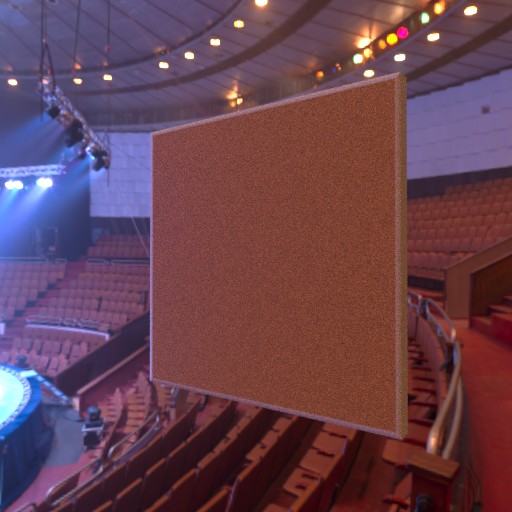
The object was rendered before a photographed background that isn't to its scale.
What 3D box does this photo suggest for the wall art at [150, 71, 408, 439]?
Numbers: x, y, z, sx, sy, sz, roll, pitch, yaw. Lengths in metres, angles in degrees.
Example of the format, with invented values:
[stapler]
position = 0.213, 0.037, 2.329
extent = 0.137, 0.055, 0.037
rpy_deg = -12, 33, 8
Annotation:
[wall art]
position = 0.000, 0.000, 1.158
extent = 0.768, 0.765, 0.041
rpy_deg = 0, -1, 35
